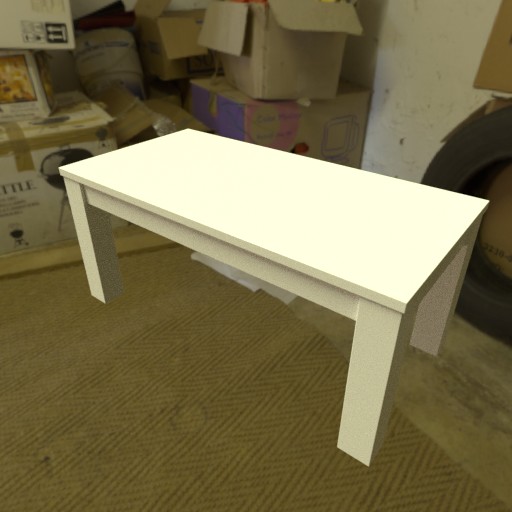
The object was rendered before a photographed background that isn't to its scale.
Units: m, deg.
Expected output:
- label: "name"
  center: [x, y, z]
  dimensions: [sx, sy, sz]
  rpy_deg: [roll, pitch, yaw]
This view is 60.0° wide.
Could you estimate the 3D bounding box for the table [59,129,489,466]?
- label: "table"
  center: [0.000, 0.000, 2.245]
  dimensions: [1.800, 0.790, 0.900]
  rpy_deg: [22, 38, 32]
